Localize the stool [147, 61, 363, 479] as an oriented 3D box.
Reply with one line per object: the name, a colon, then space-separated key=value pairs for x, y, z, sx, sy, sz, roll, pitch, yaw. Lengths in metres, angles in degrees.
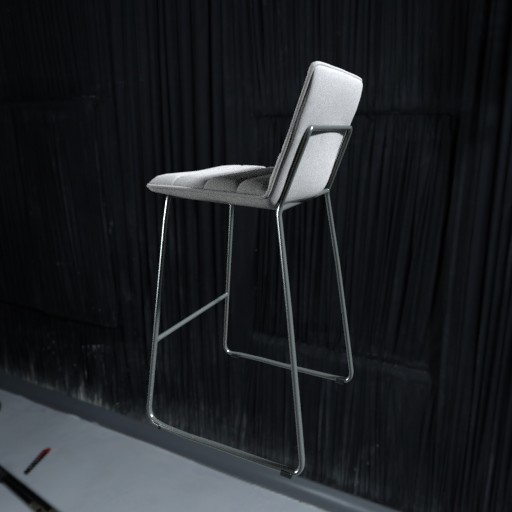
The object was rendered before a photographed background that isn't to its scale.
stool: x=0.000 y=0.000 z=1.256 sx=0.490 sy=0.960 sz=0.490 roll=8 pitch=18 yaw=25
